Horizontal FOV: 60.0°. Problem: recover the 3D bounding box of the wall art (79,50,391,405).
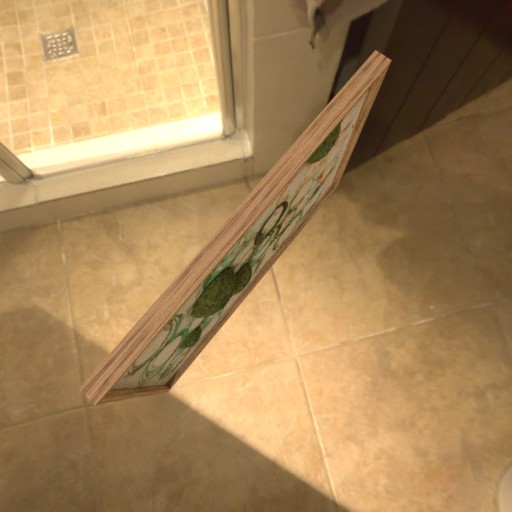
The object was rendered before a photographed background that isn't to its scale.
[{"bbox_3d":[0.000,0.000,1.095,0.063,0.609,0.841,38,78,10],"label":"wall art"}]
